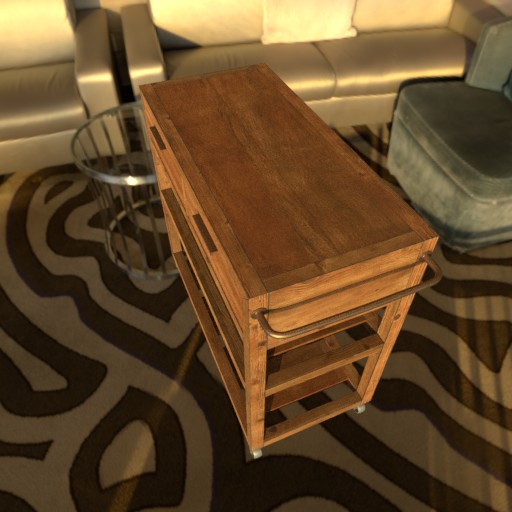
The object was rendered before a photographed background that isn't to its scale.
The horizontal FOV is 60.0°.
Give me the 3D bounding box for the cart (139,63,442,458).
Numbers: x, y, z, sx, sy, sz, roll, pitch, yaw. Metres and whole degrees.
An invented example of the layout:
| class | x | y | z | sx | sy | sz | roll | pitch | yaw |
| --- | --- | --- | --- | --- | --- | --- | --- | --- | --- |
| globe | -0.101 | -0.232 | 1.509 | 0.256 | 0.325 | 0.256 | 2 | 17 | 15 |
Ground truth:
| class | x | y | z | sx | sy | sz | roll | pitch | yaw |
| --- | --- | --- | --- | --- | --- | --- | --- | --- | --- |
| cart | 0.000 | 0.000 | 1.452 | 0.445 | 0.830 | 1.065 | -17 | 49 | -15 |
